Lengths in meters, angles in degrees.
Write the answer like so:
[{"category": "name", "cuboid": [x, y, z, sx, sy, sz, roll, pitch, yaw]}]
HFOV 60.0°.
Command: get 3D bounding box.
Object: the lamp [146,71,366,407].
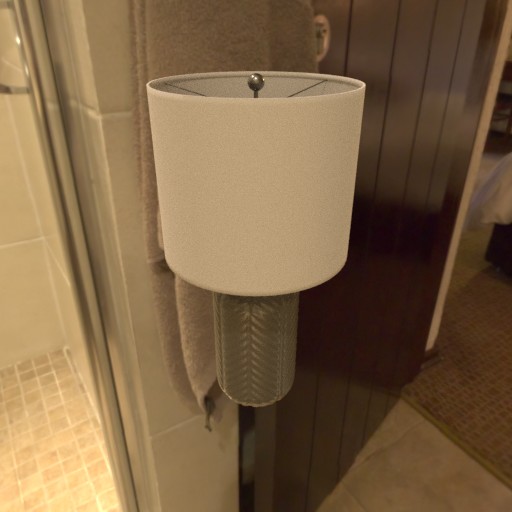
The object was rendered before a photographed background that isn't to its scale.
[{"category": "lamp", "cuboid": [0.000, 0.000, 0.508, 0.203, 0.389, 0.203, 10, 29, 18]}]
